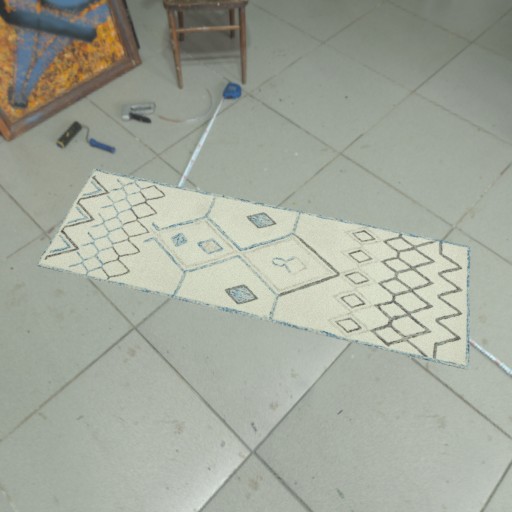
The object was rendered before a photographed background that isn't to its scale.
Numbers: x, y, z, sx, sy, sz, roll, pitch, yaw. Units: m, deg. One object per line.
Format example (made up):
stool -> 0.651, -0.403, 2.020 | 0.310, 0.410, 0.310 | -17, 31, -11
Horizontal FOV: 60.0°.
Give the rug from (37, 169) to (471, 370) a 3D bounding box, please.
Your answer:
rug -> 0.000, 0.000, 2.605 | 2.434, 0.013, 0.770 | 13, 59, 8
